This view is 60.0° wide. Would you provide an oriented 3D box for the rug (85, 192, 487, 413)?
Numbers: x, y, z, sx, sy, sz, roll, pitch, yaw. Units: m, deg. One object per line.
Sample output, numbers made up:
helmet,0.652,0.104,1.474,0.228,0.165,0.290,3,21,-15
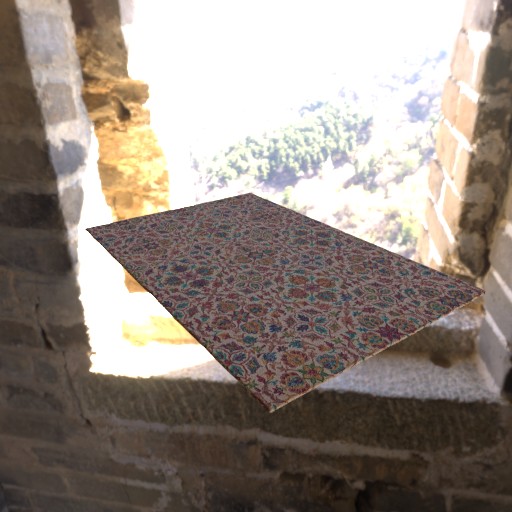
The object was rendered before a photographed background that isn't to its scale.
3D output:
rug,0.000,0.000,2.917,1.541,0.018,2.297,-17,30,-32
